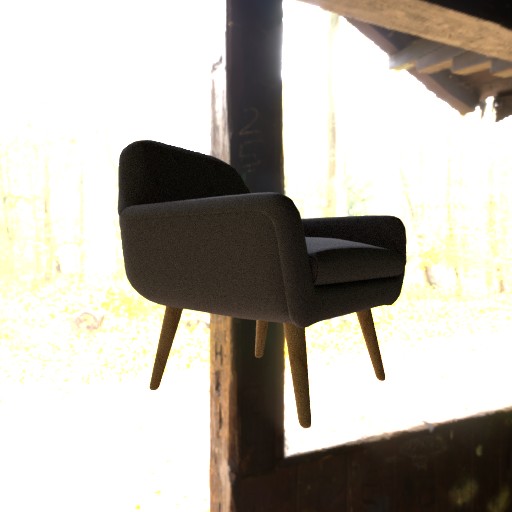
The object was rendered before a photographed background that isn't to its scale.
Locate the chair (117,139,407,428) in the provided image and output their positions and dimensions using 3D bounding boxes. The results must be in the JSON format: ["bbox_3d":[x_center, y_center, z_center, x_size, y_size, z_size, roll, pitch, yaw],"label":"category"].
[{"bbox_3d":[0.000,0.000,1.422,0.779,0.800,0.770,0,0,37],"label":"chair"}]
